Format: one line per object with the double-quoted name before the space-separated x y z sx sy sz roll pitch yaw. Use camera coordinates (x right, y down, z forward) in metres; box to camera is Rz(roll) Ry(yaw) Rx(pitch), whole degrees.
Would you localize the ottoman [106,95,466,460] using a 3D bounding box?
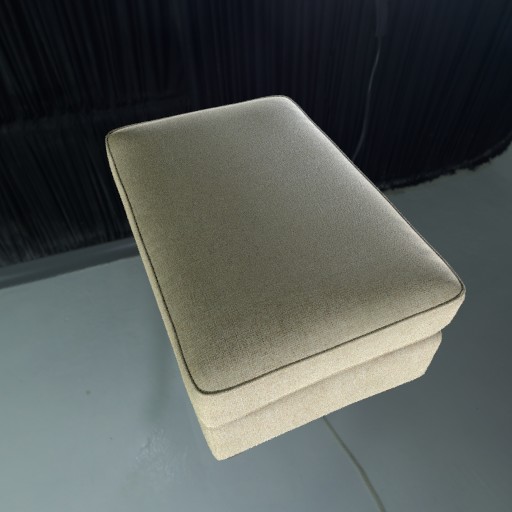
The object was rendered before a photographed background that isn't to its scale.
"ottoman" 0.000 0.000 1.199 0.583 0.484 0.862 -18 50 -15
